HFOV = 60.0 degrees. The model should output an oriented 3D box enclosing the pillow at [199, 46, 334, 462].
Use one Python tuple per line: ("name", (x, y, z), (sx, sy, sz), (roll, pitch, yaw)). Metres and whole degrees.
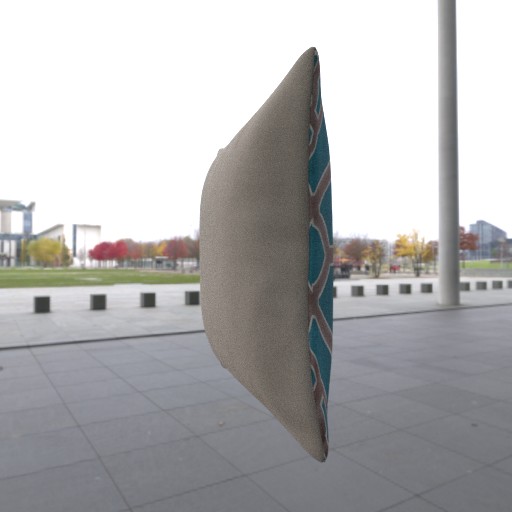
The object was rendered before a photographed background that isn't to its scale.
("pillow", (0.000, 0.000, 0.783), (0.166, 0.507, 0.526), (0, -1, -17))
